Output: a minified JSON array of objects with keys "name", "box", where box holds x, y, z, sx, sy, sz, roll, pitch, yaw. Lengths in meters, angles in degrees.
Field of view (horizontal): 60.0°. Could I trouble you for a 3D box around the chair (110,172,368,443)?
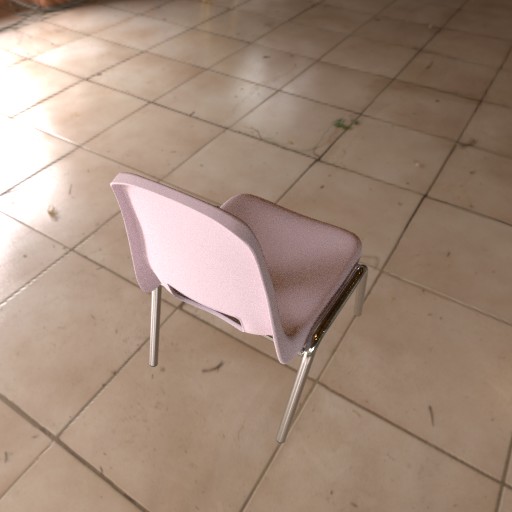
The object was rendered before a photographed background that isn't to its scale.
[{"name":"chair","box":[0.000,0.000,0.799,0.354,0.536,0.385,23,50,21]}]
